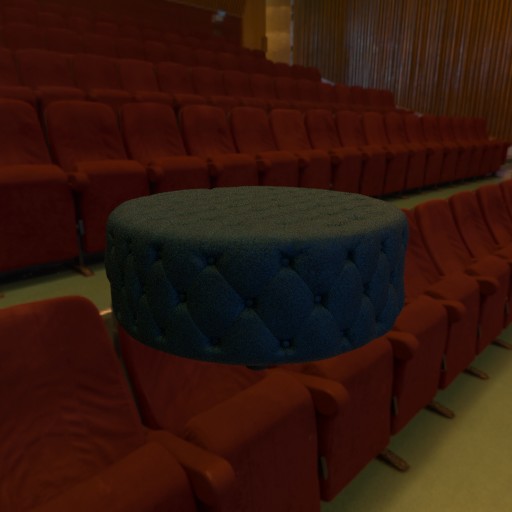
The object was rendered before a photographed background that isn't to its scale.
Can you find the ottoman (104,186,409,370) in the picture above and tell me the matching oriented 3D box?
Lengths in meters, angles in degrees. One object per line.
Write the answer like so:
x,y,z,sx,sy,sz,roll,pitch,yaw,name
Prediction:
0.000,0.000,1.547,0.998,0.398,0.998,0,16,0,ottoman
